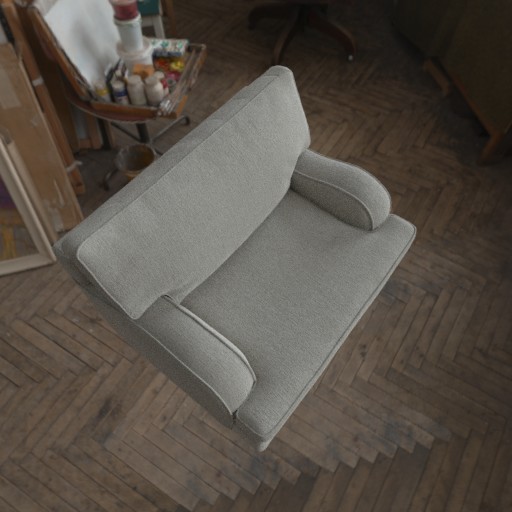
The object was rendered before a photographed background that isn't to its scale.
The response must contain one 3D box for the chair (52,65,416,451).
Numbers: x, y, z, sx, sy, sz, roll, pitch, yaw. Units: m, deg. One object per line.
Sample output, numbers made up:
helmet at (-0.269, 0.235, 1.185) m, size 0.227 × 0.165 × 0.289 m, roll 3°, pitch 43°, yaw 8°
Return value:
chair at (0.000, 0.000, 1.982) m, size 1.041 × 1.016 × 1.220 m, roll 34°, pitch 64°, yaw 19°
